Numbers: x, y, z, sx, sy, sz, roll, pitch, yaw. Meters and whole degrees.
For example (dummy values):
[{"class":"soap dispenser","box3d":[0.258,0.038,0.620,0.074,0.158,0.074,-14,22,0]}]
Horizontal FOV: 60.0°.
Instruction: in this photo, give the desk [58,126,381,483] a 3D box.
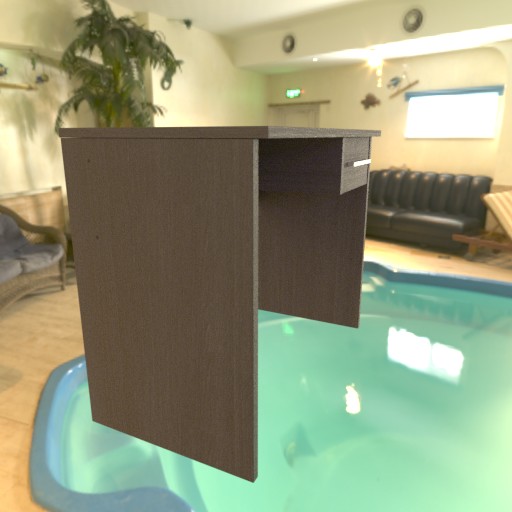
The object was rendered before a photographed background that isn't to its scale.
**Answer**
[{"class":"desk","box3d":[0.000,0.000,1.319,0.498,0.724,0.893,8,17,26]}]
